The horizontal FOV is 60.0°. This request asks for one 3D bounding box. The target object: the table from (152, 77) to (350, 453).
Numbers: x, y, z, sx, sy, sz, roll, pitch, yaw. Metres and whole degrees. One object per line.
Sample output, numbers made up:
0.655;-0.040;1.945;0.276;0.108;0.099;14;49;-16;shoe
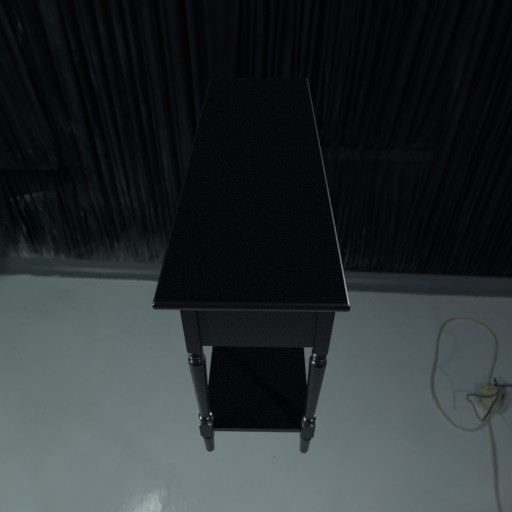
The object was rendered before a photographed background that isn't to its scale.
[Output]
0.000;0.000;1.569;0.386;0.819;1.191;1;42;1;table
